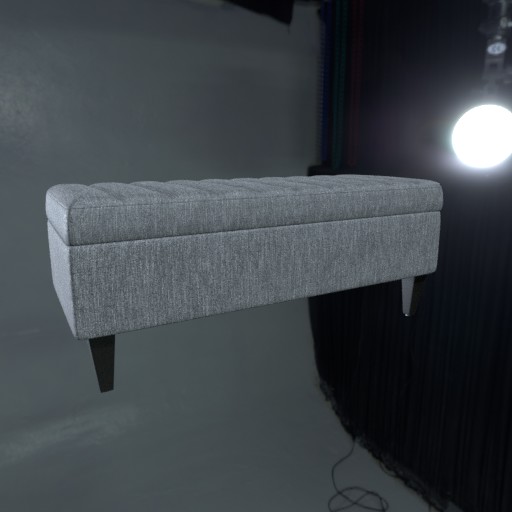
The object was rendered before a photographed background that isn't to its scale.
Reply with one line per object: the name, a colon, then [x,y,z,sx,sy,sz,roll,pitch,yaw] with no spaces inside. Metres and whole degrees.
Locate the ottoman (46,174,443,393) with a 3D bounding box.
ottoman: [0.000,0.000,1.402,1.151,0.469,0.482,-7,15,-28]
